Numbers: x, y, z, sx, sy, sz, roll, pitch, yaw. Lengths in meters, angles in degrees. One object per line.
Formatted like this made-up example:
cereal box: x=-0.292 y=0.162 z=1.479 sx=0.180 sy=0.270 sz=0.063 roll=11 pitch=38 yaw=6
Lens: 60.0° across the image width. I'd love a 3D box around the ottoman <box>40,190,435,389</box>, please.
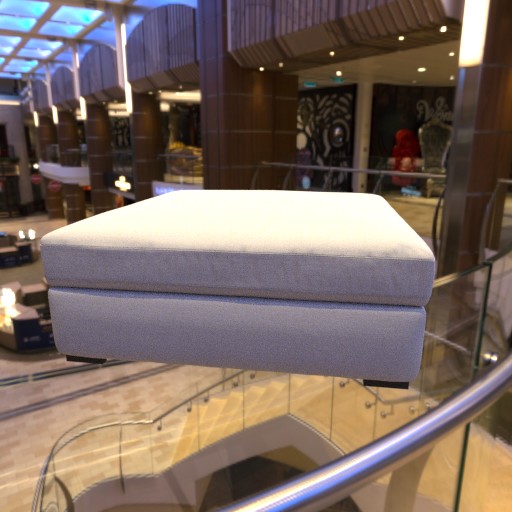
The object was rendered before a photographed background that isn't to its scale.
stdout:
ottoman: x=0.000 y=0.000 z=1.807 sx=1.163 sy=0.482 sz=1.167 roll=2 pitch=15 yaw=9
